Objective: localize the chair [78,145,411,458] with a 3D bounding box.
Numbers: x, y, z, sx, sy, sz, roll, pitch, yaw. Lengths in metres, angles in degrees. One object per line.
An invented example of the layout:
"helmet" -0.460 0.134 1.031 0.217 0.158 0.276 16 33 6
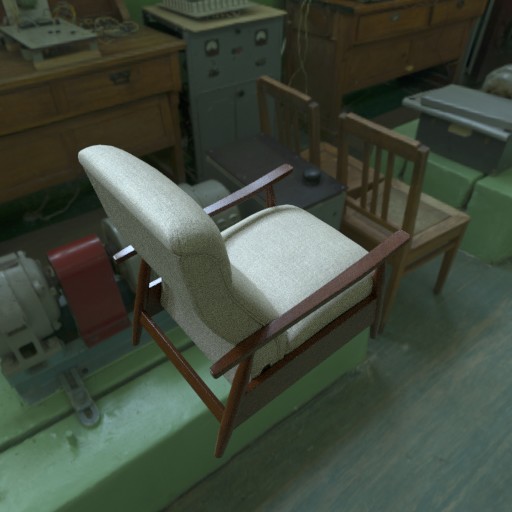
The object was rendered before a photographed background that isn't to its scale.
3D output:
"chair" 0.000 0.000 1.827 1.014 1.082 0.762 -28 48 -28
